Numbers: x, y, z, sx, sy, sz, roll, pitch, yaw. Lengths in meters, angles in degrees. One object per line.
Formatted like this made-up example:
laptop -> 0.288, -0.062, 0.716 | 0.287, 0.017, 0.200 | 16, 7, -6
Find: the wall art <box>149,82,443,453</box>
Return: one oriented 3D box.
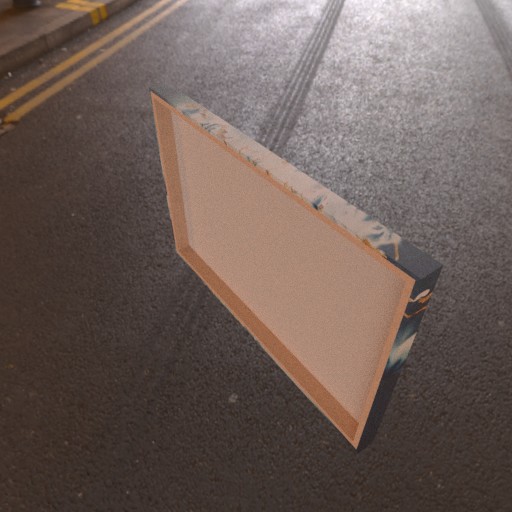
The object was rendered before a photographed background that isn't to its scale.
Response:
wall art -> 0.000, 0.000, 0.771 | 0.036, 0.405, 0.607 | -27, 49, -26
